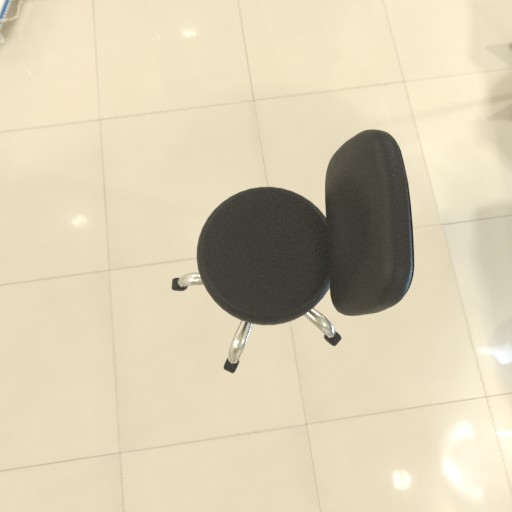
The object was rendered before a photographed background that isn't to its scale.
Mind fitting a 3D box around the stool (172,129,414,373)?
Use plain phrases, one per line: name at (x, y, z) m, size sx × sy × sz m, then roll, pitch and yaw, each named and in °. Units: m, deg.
stool at (0.000, 0.000, 1.312) m, size 0.648 × 0.862 × 0.673 m, roll -1°, pitch 75°, yaw 0°
